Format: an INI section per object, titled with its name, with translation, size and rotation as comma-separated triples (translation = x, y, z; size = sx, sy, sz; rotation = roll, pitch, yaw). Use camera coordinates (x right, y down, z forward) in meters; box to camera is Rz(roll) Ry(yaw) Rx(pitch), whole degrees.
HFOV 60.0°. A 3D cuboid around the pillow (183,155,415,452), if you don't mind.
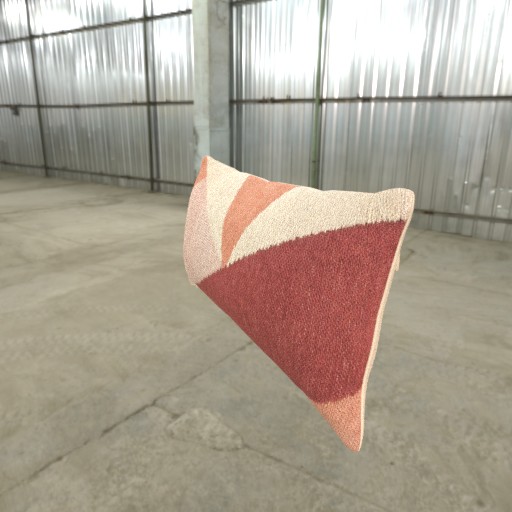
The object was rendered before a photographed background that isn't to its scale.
[pillow]
translation = 0.000, 0.000, 0.722
size = 0.155, 0.292, 0.609
rotation = -8, 19, -25
